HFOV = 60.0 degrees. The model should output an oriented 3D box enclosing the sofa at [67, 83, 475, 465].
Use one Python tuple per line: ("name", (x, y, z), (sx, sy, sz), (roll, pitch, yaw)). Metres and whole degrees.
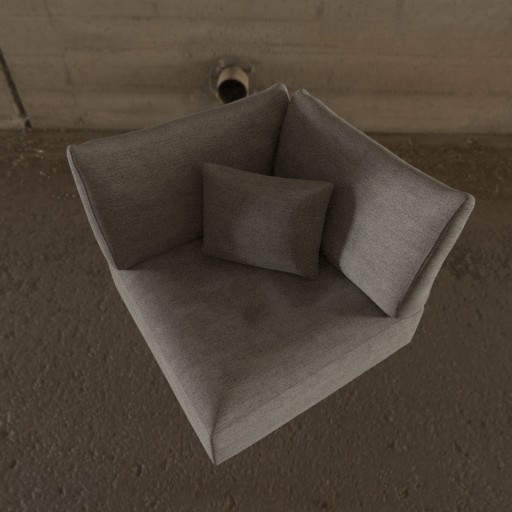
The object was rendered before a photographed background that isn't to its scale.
("sofa", (0.000, 0.000, 1.728), (1.000, 0.820, 1.000), (-25, 51, -22))
